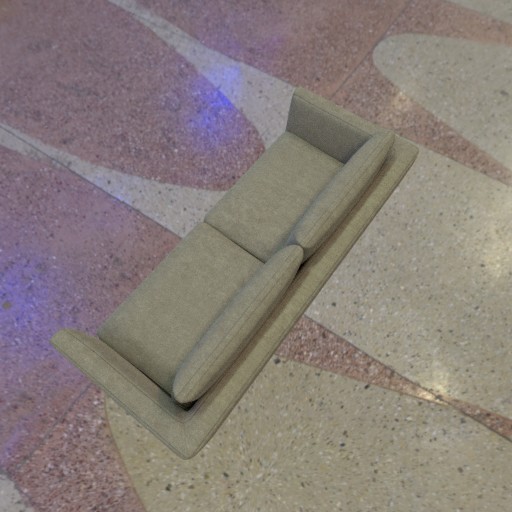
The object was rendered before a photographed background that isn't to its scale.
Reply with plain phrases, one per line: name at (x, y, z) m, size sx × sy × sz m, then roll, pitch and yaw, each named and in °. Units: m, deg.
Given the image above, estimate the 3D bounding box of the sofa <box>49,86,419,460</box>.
sofa at (0.000, 0.000, 2.575) m, size 0.889 × 0.864 × 2.121 m, roll 34°, pitch 68°, yaw 16°
